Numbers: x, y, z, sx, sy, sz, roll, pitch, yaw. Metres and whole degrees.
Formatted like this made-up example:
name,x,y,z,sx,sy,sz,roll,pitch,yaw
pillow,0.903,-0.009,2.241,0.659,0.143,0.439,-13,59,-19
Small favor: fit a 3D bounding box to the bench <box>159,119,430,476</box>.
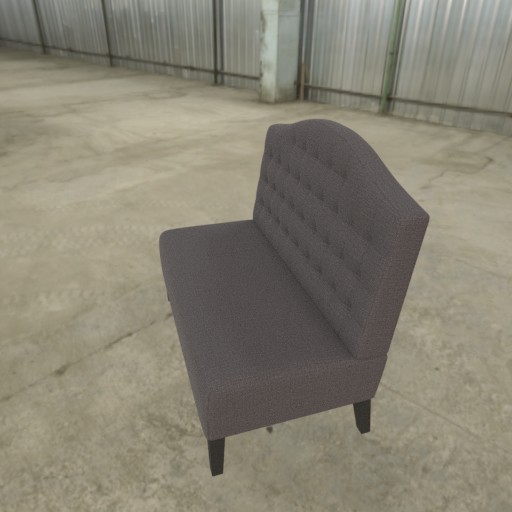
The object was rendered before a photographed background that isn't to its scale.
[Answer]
name,x,y,z,sx,sy,sz,roll,pitch,yaw
bench,0.000,0.000,2.103,0.815,1.180,1.335,-9,31,-15
